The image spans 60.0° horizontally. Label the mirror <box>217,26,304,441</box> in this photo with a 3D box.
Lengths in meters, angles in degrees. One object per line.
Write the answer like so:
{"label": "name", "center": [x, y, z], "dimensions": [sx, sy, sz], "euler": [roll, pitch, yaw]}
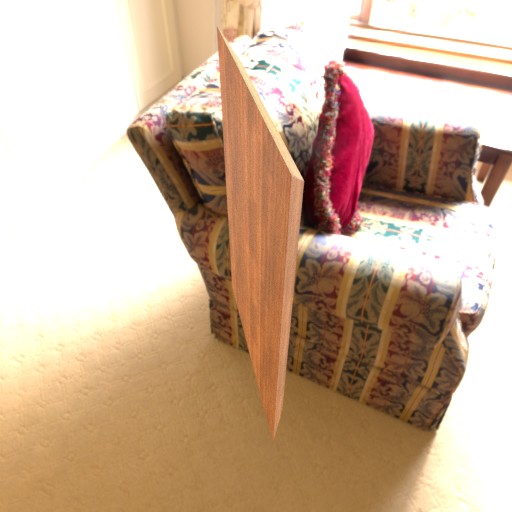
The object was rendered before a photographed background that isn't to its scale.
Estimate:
{"label": "mirror", "center": [0.000, 0.000, 1.252], "dimensions": [0.047, 1.010, 0.651], "euler": [-10, 47, -9]}
